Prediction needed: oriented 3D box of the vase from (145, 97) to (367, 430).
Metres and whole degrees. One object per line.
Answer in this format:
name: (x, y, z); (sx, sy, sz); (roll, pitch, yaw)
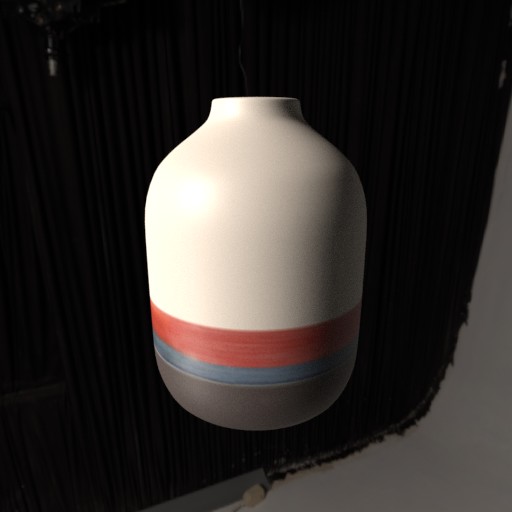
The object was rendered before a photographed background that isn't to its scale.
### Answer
vase: (0.000, 0.000, 0.356); (0.169, 0.237, 0.169); (0, 16, 0)
